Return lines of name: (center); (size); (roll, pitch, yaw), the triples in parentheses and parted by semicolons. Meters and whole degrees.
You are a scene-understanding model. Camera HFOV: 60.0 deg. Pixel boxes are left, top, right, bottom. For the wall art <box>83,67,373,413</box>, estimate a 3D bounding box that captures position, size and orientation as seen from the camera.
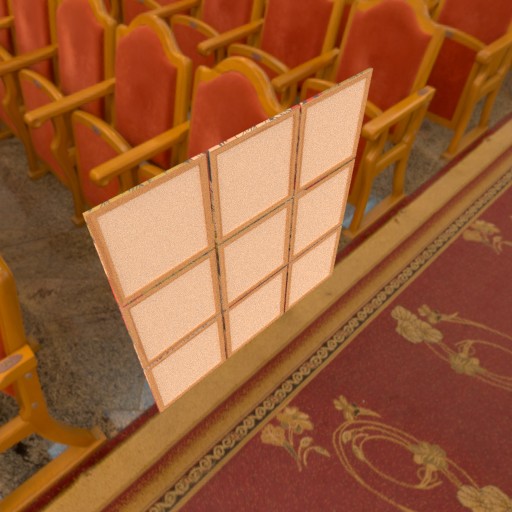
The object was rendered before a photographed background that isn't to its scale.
wall art: (0.000, 0.000, 1.859); (1.206, 1.218, 0.013); (-35, 56, -27)
